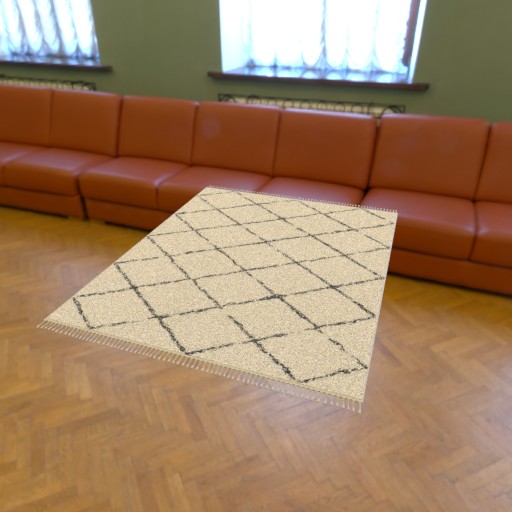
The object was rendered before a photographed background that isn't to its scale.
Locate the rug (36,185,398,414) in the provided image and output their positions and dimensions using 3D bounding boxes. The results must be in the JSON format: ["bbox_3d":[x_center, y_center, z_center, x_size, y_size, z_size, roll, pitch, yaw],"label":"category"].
[{"bbox_3d":[0.000,0.000,4.174,2.380,0.013,3.051,10,32,17],"label":"rug"}]
